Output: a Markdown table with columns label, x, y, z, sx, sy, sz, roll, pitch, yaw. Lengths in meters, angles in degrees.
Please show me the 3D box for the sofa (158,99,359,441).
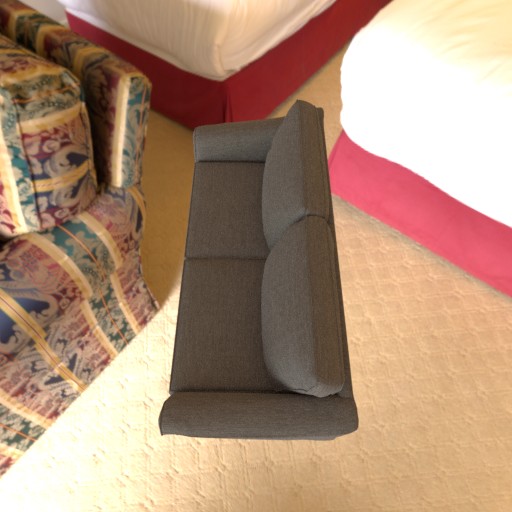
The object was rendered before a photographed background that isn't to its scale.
| label | x | y | z | sx | sy | sz | roll | pitch | yaw |
| --- | --- | --- | --- | --- | --- | --- | --- | --- | --- |
| sofa | 0.000 | 0.000 | 2.853 | 0.971 | 0.950 | 2.270 | 0 | 57 | 0 |
